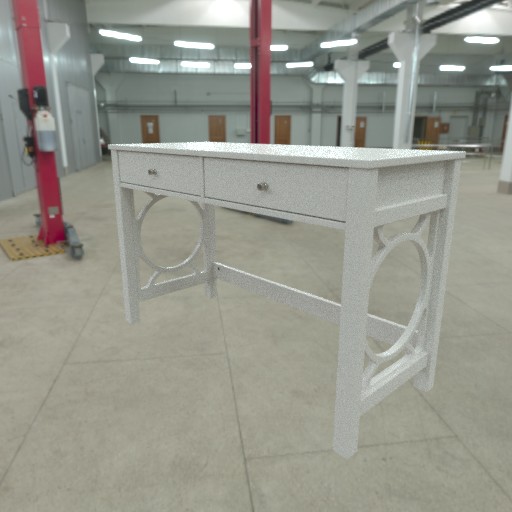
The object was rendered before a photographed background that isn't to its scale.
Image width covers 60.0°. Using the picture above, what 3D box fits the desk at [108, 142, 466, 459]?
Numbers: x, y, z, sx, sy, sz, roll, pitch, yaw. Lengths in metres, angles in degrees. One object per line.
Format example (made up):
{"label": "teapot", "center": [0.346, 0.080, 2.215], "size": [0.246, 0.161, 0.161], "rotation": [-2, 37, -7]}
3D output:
{"label": "desk", "center": [0.000, 0.000, 1.602], "size": [0.504, 0.762, 1.191], "rotation": [-15, 22, -41]}
